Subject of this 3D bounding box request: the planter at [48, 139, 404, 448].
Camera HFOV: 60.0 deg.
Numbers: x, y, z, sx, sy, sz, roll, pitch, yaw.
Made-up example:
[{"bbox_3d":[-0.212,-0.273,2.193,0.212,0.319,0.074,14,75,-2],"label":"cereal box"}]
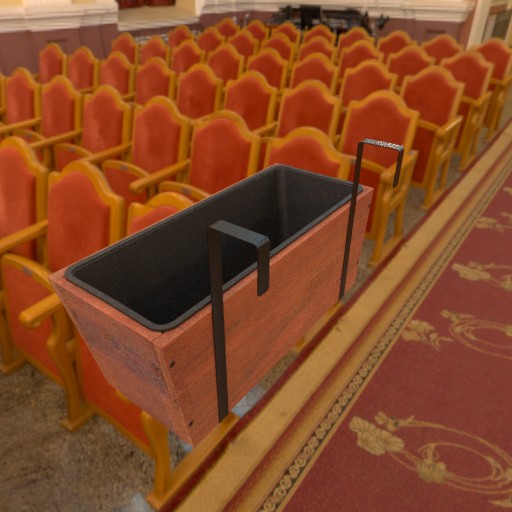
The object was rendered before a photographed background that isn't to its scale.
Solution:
[{"bbox_3d":[0.000,0.000,0.644,0.262,0.289,0.480,22,38,31],"label":"planter"}]
